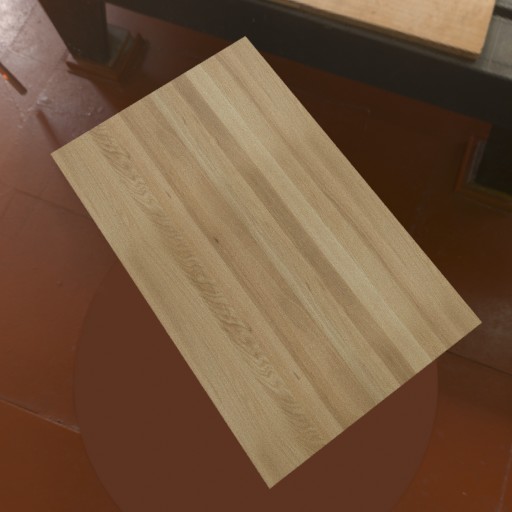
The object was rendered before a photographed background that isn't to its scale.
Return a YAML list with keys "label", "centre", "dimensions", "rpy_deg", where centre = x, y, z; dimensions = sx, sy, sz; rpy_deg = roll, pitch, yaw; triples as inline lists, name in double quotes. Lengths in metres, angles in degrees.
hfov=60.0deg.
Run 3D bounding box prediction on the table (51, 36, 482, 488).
- label: "table"
  centre: [0.000, 0.000, 1.489]
  dimensions: [0.700, 0.510, 1.100]
  rpy_deg: [-35, 79, -8]
